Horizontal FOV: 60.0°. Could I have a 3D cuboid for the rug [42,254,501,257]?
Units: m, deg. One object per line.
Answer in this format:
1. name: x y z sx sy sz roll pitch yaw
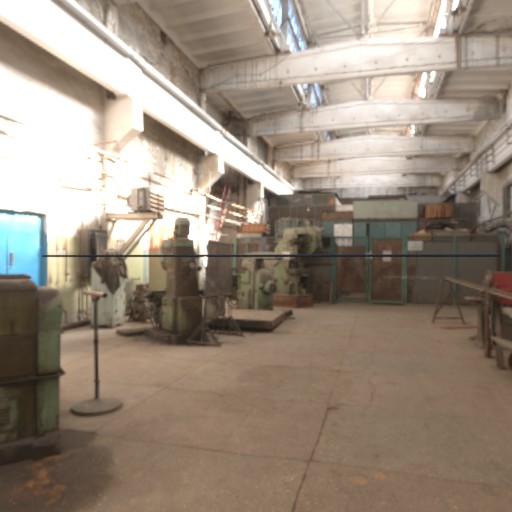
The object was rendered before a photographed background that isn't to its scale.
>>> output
1. rug: 0.000 0.000 2.629 2.448 0.012 0.769 0 0 18
